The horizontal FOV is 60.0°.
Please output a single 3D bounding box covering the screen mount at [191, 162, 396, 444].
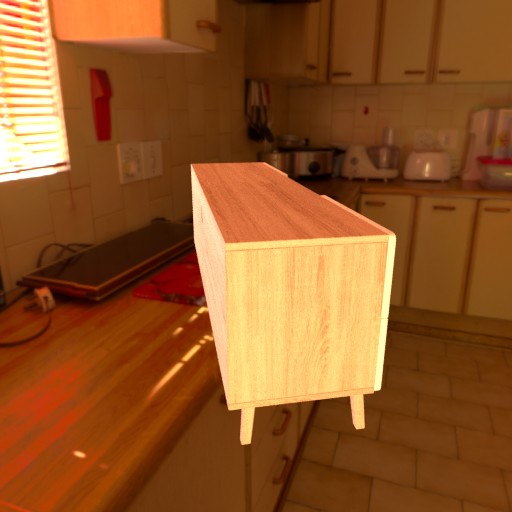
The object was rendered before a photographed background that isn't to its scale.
[{"bbox_3d":[0.000,0.000,1.781,0.420,0.570,1.500,-3,19,-10],"label":"screen mount"}]
